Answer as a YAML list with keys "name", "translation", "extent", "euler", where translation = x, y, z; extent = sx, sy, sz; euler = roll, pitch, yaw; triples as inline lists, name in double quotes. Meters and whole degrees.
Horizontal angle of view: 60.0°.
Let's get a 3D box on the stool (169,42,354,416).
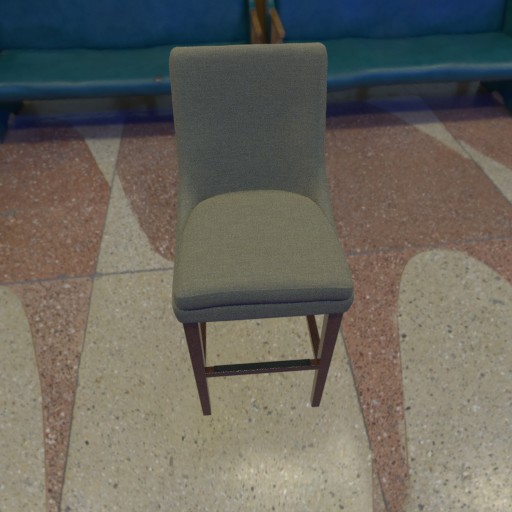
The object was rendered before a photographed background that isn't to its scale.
- name: "stool"
  translation: [0.000, 0.000, 1.378]
  extent: [0.470, 1.078, 0.577]
  euler: [-3, 46, -3]
